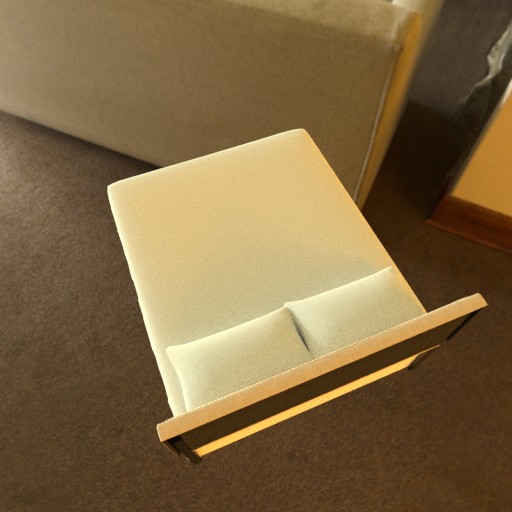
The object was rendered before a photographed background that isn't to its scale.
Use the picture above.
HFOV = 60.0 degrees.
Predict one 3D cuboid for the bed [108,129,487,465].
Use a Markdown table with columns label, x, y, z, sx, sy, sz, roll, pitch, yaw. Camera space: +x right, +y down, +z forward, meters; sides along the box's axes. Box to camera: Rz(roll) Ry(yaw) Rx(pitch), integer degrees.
| label | x | y | z | sx | sy | sz | roll | pitch | yaw |
| --- | --- | --- | --- | --- | --- | --- | --- | --- | --- |
| bed | 0.000 | 0.000 | 2.785 | 1.616 | 1.016 | 1.876 | -19 | 61 | -11 |
